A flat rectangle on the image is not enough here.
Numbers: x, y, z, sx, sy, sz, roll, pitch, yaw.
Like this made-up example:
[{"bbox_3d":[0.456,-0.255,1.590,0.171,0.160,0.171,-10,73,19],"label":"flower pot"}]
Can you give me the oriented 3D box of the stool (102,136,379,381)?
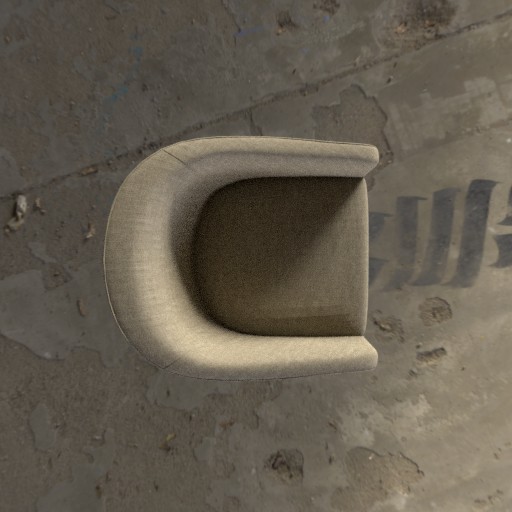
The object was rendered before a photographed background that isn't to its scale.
[{"bbox_3d":[0.000,0.000,1.387,0.635,0.952,0.559,0,91,0],"label":"stool"}]
